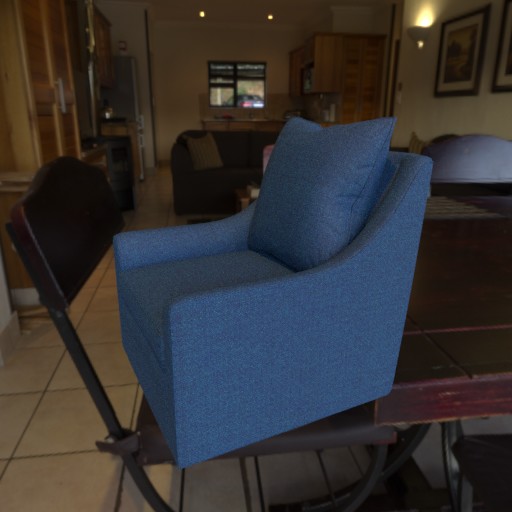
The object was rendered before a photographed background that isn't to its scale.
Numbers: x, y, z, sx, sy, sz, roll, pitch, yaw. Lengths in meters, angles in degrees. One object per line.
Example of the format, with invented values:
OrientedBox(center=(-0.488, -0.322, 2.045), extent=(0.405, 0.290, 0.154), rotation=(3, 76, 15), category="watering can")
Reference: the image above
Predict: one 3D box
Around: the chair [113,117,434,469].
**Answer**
OrientedBox(center=(0.000, 0.000, 1.570), extent=(0.870, 0.939, 0.750), rotation=(-9, 19, -26), category="chair")
